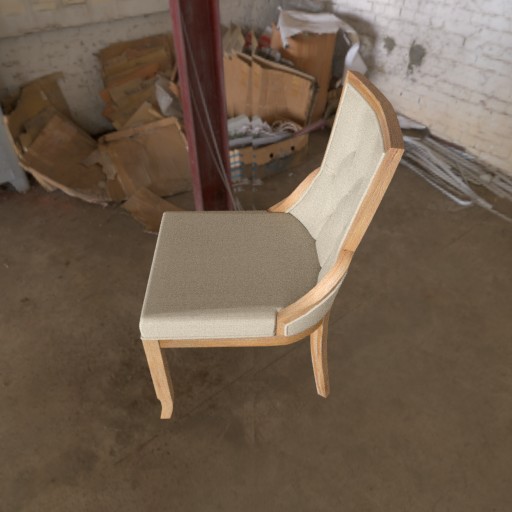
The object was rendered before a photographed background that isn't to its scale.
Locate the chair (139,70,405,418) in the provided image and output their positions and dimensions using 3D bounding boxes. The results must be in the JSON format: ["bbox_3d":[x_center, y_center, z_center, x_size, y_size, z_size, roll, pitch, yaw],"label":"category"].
[{"bbox_3d":[0.000,0.000,1.350,0.641,0.947,0.524,-1,41,-1],"label":"chair"}]
